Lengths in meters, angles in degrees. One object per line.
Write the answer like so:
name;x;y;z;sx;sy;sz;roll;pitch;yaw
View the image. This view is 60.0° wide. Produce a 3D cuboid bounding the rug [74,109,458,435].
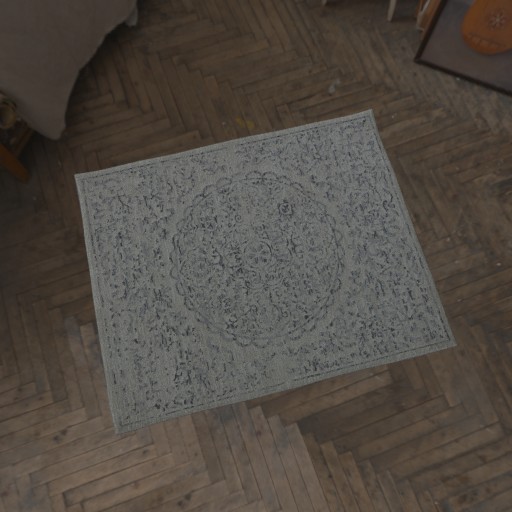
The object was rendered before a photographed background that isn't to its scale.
rug;0.000;0.000;3.932;2.925;0.026;2.343;-13;75;-4
